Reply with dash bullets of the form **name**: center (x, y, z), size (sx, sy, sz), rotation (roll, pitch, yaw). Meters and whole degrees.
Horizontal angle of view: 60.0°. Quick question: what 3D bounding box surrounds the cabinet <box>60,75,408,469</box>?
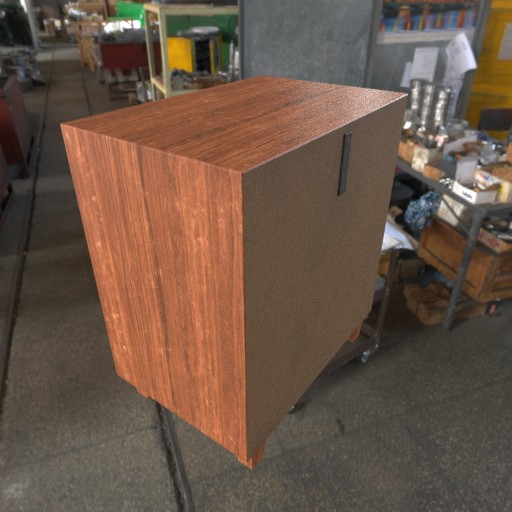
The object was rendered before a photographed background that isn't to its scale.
- **cabinet**: center (0.000, 0.000, 1.062), size (0.410, 0.695, 0.607), rotation (21, 37, 30)
